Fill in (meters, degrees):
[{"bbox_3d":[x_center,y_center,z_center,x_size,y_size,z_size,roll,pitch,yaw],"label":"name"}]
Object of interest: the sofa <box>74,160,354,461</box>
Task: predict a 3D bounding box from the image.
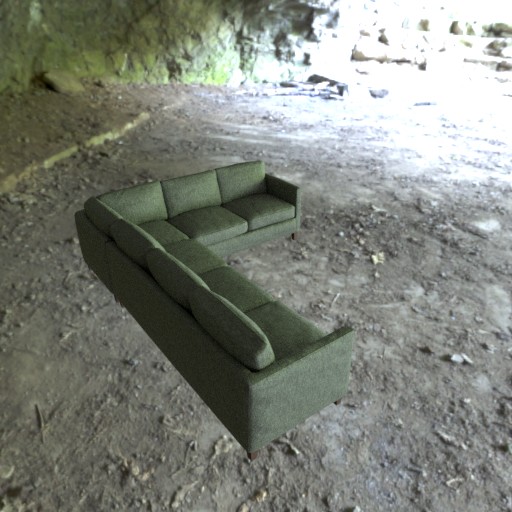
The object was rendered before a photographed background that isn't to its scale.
[{"bbox_3d":[0.000,0.000,4.491,2.593,0.947,3.302,-20,34,-32],"label":"sofa"}]
